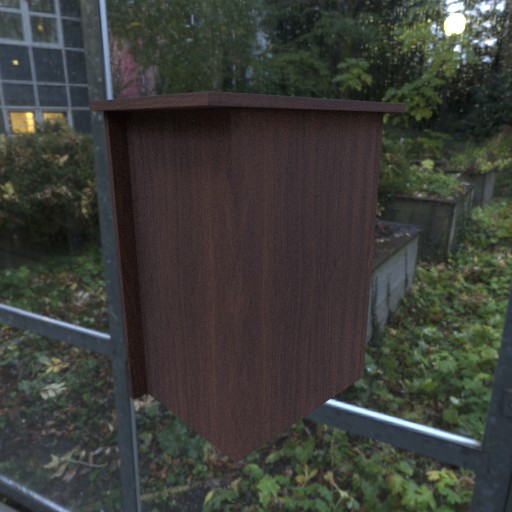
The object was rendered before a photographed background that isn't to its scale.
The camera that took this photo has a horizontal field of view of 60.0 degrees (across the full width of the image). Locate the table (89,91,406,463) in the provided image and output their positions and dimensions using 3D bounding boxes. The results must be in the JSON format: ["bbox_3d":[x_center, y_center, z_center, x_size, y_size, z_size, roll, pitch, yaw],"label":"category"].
[{"bbox_3d":[0.000,0.000,1.087,0.589,0.711,0.406,-15,22,-42],"label":"table"}]
